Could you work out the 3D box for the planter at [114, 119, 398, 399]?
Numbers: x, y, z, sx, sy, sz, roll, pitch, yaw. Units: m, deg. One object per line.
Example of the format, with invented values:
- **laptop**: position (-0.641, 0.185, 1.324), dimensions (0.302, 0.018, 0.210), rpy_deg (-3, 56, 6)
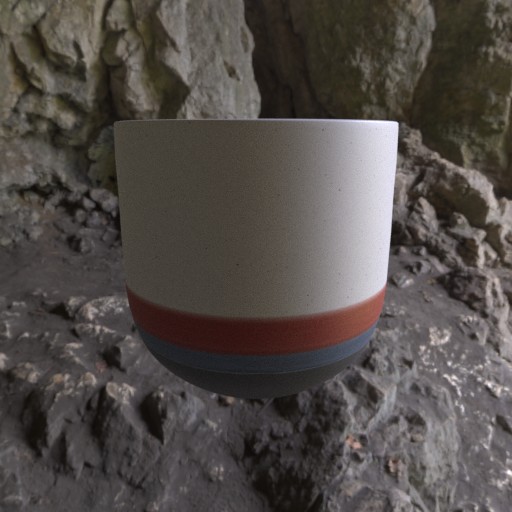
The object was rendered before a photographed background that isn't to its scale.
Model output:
- **planter**: position (0.000, 0.000, 0.469), dimensions (0.268, 0.270, 0.268), rpy_deg (0, 16, 0)
